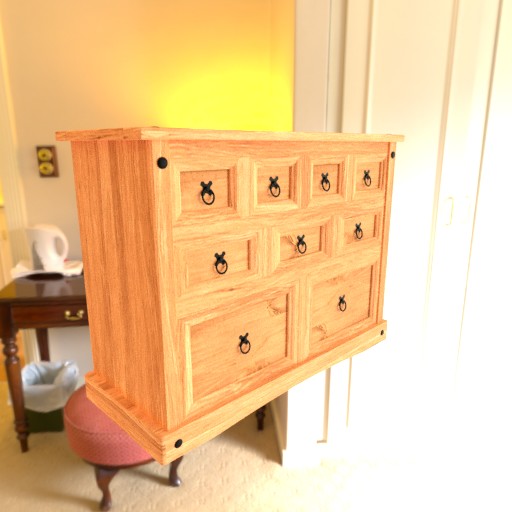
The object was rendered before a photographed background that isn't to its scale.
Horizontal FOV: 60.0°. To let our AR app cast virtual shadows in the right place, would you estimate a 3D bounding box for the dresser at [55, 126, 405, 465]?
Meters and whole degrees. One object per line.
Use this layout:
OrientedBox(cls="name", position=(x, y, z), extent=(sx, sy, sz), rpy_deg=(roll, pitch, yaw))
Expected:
OrientedBox(cls="dresser", position=(0.000, 0.000, 1.377), extent=(0.990, 0.740, 0.410), rpy_deg=(-13, 19, -43))
